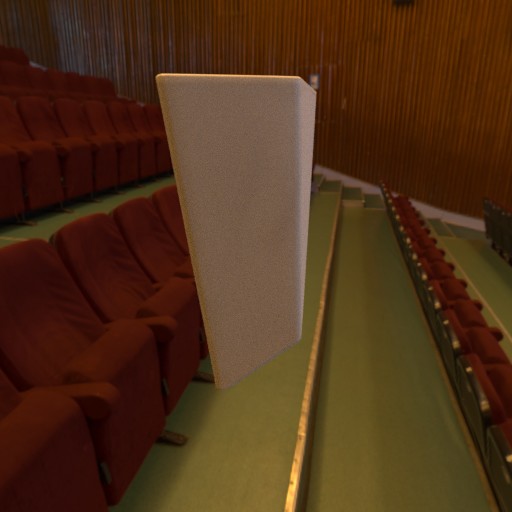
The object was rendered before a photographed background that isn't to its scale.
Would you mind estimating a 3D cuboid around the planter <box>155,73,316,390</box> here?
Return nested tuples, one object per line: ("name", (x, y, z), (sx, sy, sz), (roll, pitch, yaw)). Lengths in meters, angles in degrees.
("planter", (0.000, 0.000, 0.275), (0.060, 0.197, 0.150), (3, 17, 11))
